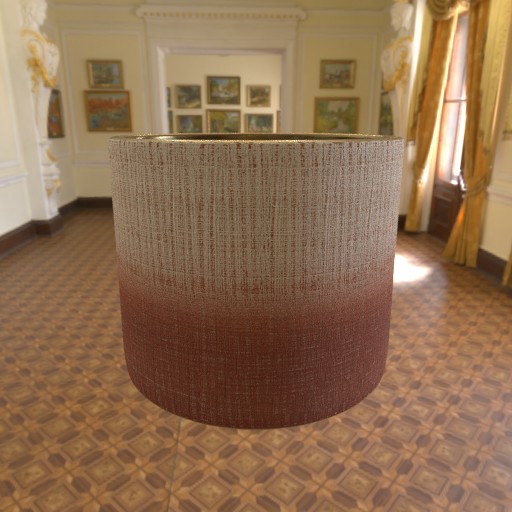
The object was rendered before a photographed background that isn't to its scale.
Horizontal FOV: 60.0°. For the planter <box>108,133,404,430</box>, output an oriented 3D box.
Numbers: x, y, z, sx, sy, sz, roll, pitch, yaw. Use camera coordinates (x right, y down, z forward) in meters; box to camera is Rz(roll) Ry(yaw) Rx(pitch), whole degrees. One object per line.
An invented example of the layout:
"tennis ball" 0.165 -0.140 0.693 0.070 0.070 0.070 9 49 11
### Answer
"planter" 0.000 0.000 0.421 0.254 0.221 0.254 0 17 0
